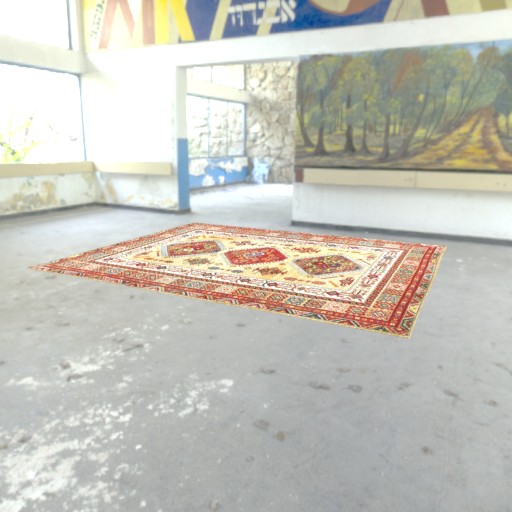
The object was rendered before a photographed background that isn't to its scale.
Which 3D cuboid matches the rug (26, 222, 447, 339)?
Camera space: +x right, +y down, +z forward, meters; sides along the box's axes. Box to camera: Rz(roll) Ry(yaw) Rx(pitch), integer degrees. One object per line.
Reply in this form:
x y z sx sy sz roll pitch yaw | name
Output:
0.000 0.000 4.069 3.067 0.005 2.460 7 16 26 | rug
